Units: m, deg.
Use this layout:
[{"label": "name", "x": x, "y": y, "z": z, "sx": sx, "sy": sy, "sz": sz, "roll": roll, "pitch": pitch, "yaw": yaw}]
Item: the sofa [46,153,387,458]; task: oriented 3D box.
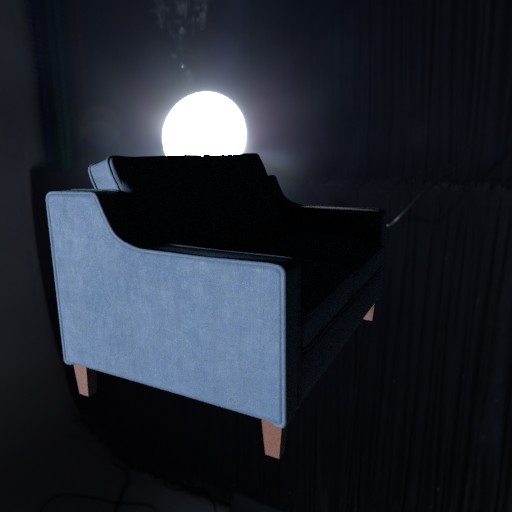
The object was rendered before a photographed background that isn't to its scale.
[{"label": "sofa", "x": 0.000, "y": 0.000, "z": 2.136, "sx": 0.987, "sy": 0.971, "sz": 1.501, "roll": 6, "pitch": 14, "yaw": 26}]
